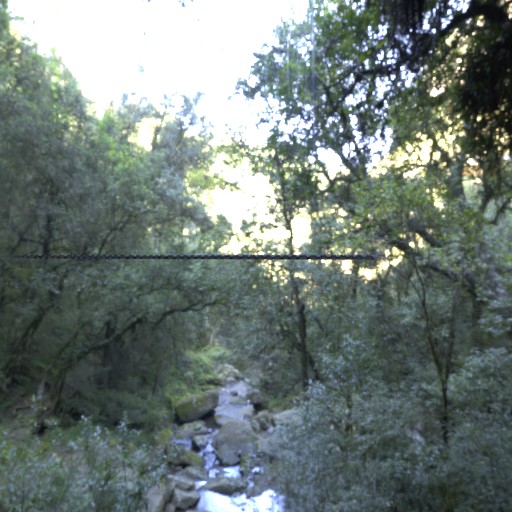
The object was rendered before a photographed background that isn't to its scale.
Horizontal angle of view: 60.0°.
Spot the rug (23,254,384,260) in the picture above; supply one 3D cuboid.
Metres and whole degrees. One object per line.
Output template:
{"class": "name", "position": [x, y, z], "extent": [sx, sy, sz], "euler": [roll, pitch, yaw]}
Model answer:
{"class": "rug", "position": [0.000, 0.000, 2.963], "extent": [1.613, 0.017, 2.312], "euler": [0, 0, 17]}
